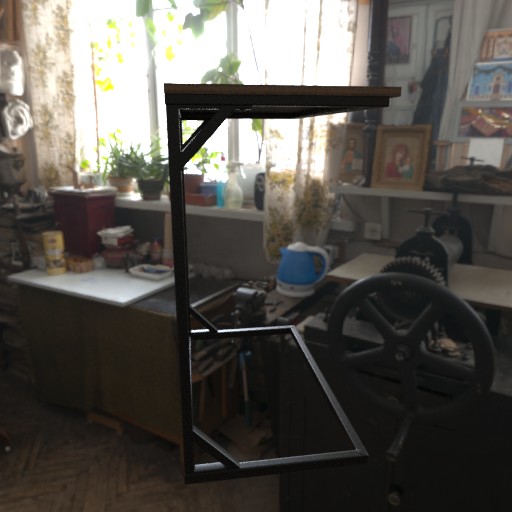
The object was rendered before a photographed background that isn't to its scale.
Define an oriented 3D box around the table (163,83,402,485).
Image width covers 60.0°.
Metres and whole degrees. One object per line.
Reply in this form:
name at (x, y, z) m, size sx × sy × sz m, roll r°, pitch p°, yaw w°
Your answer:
table at (0.000, 0.000, 1.011) m, size 0.351 × 0.673 × 0.597 m, roll -2°, pitch 16°, yaw -8°
